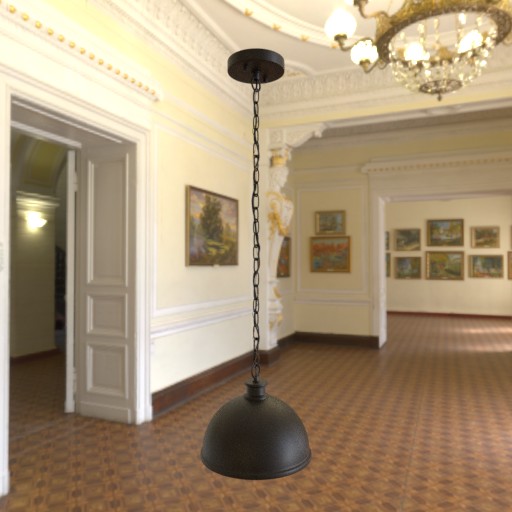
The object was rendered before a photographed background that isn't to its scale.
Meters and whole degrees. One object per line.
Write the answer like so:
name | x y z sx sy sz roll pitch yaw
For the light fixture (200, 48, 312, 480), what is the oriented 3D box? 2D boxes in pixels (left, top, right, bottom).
light fixture | 0.000 0.000 1.233 0.304 1.090 0.304 -1 -2 36
